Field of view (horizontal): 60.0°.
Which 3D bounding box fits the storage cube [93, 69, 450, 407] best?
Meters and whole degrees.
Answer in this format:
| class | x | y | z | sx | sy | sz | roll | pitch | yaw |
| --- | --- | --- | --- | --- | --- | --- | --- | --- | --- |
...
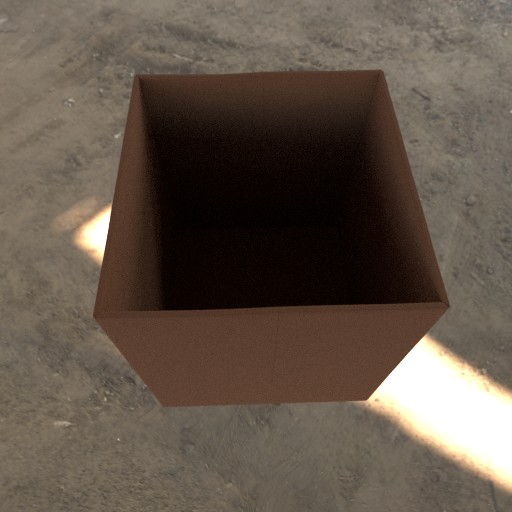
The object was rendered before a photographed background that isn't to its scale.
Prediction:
| class | x | y | z | sx | sy | sz | roll | pitch | yaw |
| --- | --- | --- | --- | --- | --- | --- | --- | --- | --- |
| storage cube | 0.000 | 0.000 | 0.497 | 0.270 | 0.280 | 0.270 | -2 | 59 | -1 |
